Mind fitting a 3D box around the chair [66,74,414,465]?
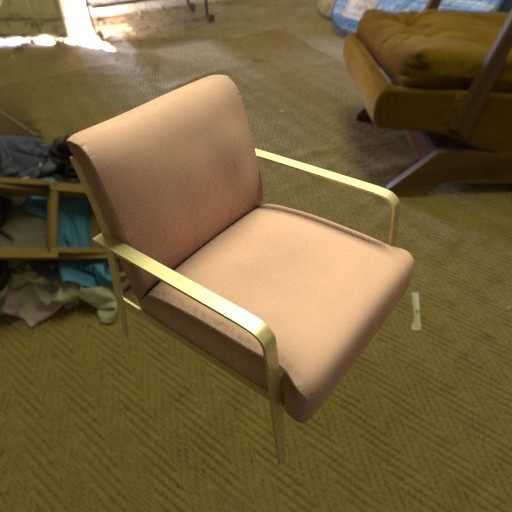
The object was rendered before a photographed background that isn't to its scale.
[{"bbox_3d":[0.000,0.000,1.428,0.848,0.823,0.701,28,50,27],"label":"chair"}]
